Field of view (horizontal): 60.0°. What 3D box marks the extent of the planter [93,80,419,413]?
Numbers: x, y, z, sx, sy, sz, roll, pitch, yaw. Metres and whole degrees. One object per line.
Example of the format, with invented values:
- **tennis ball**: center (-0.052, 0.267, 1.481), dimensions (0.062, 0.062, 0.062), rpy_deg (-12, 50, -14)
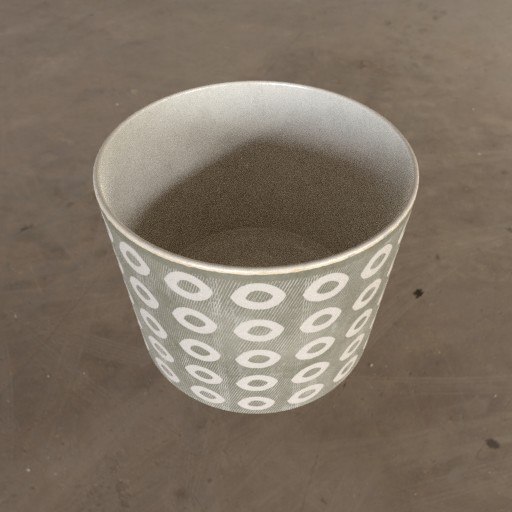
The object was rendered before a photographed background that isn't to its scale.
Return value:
- **planter**: center (0.000, 0.000, 0.436), dimensions (0.250, 0.239, 0.250), rpy_deg (0, 47, 0)
